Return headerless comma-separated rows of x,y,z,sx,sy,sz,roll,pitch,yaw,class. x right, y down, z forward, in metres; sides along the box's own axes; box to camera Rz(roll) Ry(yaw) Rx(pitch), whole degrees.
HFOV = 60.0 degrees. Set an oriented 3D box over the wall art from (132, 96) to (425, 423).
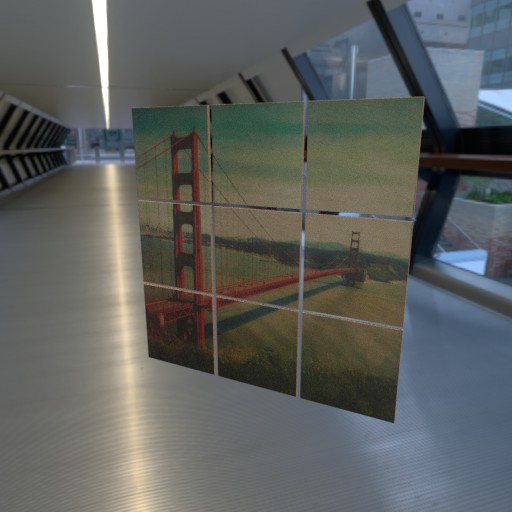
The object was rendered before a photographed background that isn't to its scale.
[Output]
0.000,0.000,1.394,0.917,0.910,0.012,7,16,26,wall art
